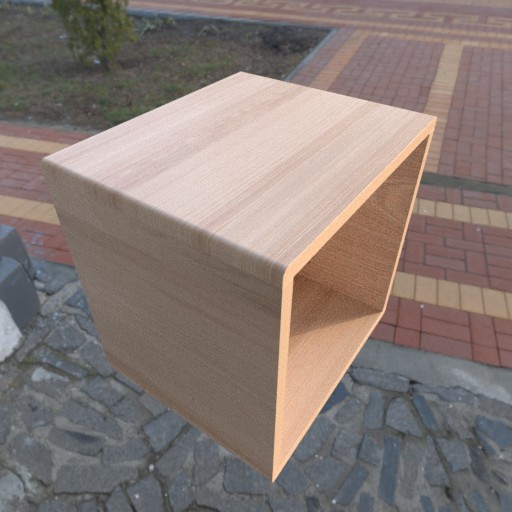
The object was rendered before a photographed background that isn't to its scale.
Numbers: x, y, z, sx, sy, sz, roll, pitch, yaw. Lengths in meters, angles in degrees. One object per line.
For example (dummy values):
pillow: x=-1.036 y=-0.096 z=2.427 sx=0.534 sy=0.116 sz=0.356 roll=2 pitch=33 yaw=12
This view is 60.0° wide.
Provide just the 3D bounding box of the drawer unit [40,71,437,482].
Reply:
drawer unit: x=0.000 y=0.000 z=0.596 sx=0.290 sy=0.344 sz=0.344 roll=24 pitch=46 yaw=26
